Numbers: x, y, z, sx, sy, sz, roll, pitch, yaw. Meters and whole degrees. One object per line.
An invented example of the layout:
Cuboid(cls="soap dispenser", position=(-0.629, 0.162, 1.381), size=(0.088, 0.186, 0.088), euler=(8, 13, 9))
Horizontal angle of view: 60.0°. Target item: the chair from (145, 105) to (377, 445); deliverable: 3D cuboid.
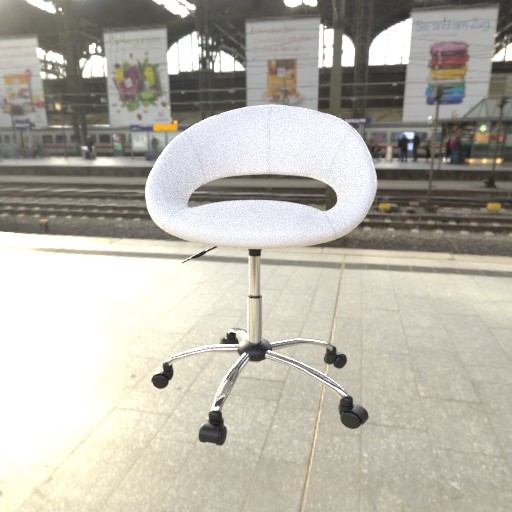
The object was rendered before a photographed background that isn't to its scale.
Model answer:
Cuboid(cls="chair", position=(0.000, 0.000, 1.170), size=(0.612, 0.791, 0.538), euler=(3, 15, 10))
